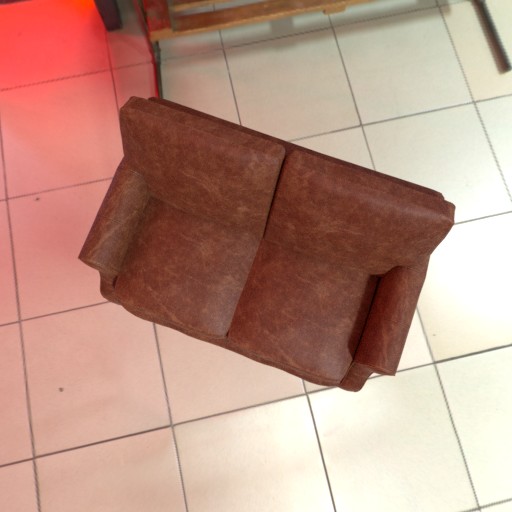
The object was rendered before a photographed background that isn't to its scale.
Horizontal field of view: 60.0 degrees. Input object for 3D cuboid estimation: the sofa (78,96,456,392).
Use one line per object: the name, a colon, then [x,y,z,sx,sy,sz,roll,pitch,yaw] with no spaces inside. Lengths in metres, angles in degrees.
sofa: [0.000,0.000,2.248,1.616,0.967,0.990,20,78,4]
